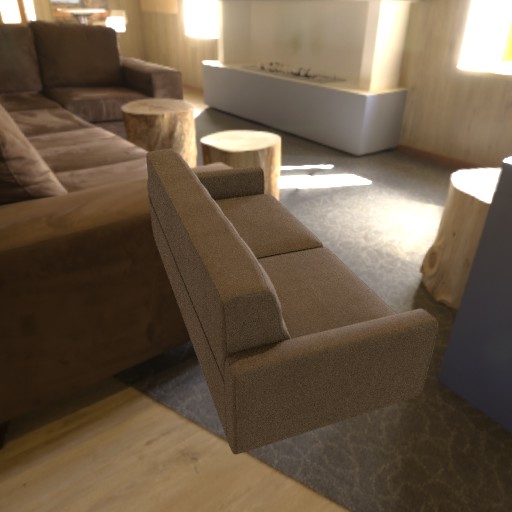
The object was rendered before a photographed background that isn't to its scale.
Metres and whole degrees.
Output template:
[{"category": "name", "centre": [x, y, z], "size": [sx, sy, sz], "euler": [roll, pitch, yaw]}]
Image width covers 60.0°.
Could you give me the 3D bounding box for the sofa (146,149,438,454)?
[{"category": "sofa", "centre": [0.000, 0.000, 2.514], "size": [0.909, 0.841, 2.029], "euler": [-10, 32, -17]}]
